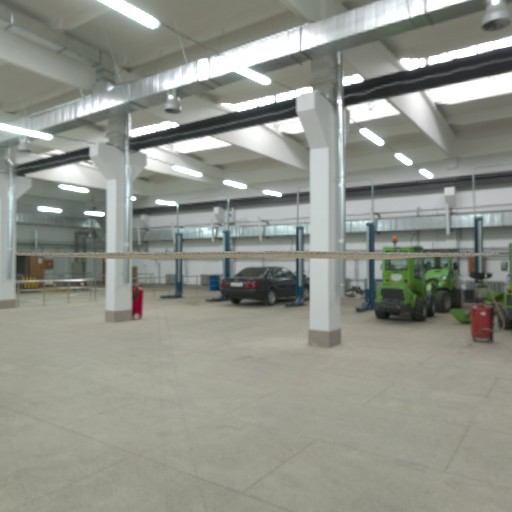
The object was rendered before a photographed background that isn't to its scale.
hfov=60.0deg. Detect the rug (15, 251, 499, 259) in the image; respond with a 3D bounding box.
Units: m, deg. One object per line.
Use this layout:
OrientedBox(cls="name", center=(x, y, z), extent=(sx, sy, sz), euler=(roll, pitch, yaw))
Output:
OrientedBox(cls="rug", center=(0.000, 0.000, 2.874), extent=(2.264, 0.030, 1.624), euler=(0, -1, -1))
